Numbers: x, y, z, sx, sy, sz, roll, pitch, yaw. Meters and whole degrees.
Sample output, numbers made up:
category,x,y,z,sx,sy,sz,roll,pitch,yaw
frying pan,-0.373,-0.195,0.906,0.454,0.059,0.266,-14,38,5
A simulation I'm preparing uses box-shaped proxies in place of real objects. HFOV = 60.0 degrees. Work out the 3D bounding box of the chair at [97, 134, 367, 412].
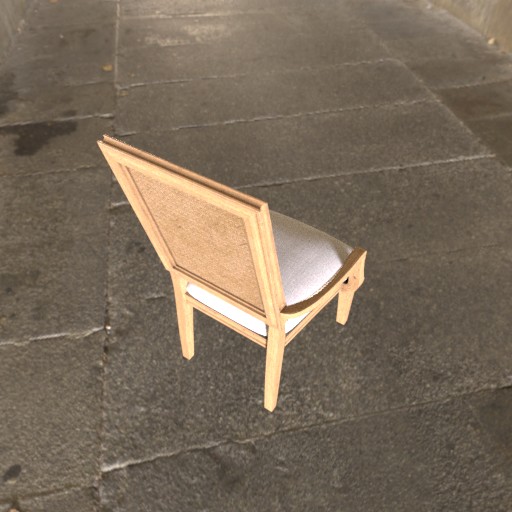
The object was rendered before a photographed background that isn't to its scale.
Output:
category,x,y,z,sx,sy,sz,roll,pitch,yaw
chair,0.000,0.000,1.390,0.606,0.990,0.602,26,51,23
